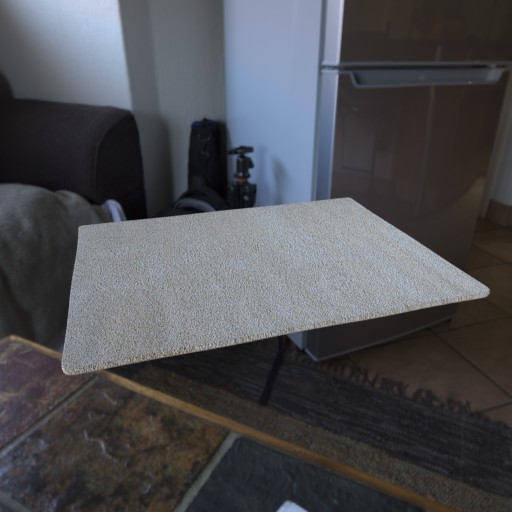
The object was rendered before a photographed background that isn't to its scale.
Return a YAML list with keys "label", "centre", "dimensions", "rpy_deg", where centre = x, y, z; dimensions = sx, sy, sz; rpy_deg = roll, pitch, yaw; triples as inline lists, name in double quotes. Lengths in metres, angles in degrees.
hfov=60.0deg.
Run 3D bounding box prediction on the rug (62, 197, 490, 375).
- label: "rug"
  centre: [0.000, 0.000, 2.059]
  dimensions: [1.600, 0.025, 1.199]
  rpy_deg: [-8, 27, -15]
